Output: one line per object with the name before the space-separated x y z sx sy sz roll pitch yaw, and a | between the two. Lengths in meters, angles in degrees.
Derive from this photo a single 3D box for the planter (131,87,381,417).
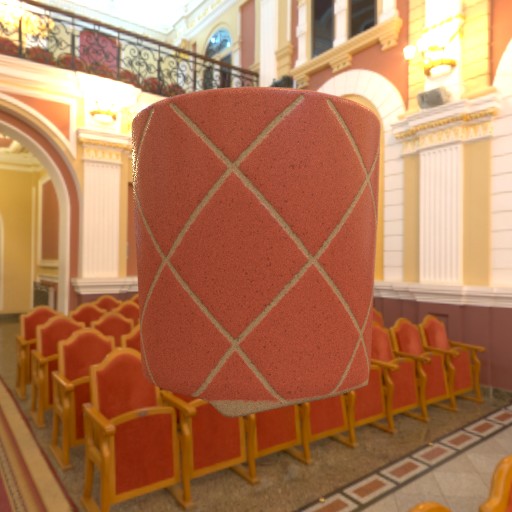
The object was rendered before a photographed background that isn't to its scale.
planter | 0.000 0.000 0.419 0.227 0.235 0.227 0 0 0
